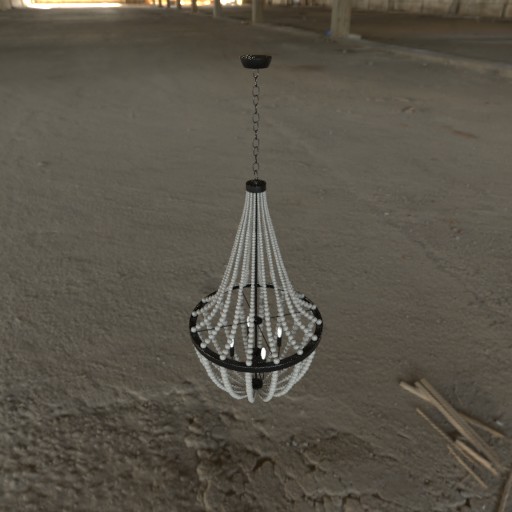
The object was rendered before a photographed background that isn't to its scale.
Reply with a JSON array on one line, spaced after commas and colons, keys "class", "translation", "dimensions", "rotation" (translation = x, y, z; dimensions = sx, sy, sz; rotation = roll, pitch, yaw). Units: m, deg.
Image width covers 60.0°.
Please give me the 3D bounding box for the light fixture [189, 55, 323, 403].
[{"class": "light fixture", "translation": [0.000, 0.000, 1.373], "dimensions": [0.450, 1.133, 0.450], "rotation": [0, 31, 0]}]
